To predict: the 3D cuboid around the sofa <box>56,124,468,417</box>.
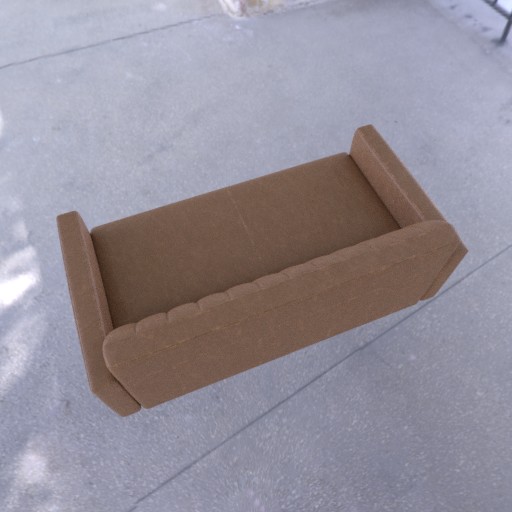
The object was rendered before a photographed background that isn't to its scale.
[{"bbox_3d":[0.000,0.000,2.389,1.847,0.821,0.993,-19,60,-11],"label":"sofa"}]
